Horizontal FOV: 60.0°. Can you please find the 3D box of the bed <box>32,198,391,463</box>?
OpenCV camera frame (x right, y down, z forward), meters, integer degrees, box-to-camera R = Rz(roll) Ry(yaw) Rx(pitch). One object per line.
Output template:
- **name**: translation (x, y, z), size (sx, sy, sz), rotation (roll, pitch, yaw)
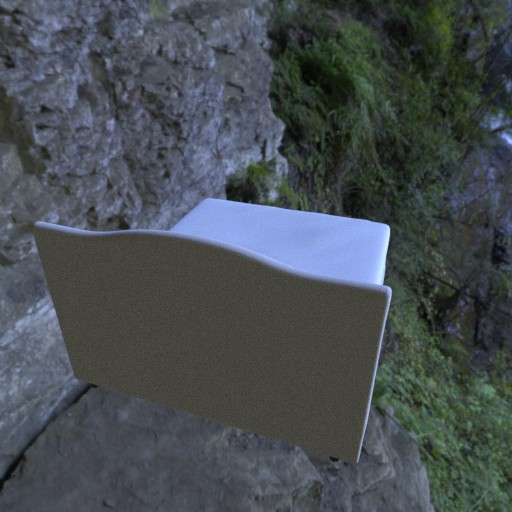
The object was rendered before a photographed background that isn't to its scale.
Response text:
- **bed**: translation (0.000, 0.000, 3.506), size (2.083, 1.421, 2.182), rotation (10, 32, 17)
